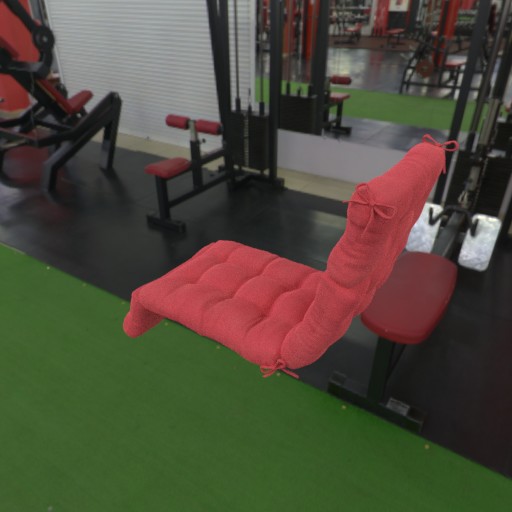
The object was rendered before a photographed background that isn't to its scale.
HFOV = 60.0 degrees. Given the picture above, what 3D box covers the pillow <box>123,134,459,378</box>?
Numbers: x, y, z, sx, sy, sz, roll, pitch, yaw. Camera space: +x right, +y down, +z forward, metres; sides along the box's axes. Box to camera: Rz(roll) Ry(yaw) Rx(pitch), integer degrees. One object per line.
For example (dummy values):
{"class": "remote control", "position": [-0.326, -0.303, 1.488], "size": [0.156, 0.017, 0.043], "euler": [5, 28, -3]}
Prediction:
{"class": "pillow", "position": [0.000, 0.000, 1.498], "size": [1.016, 0.863, 0.526], "euler": [20, 36, 30]}
